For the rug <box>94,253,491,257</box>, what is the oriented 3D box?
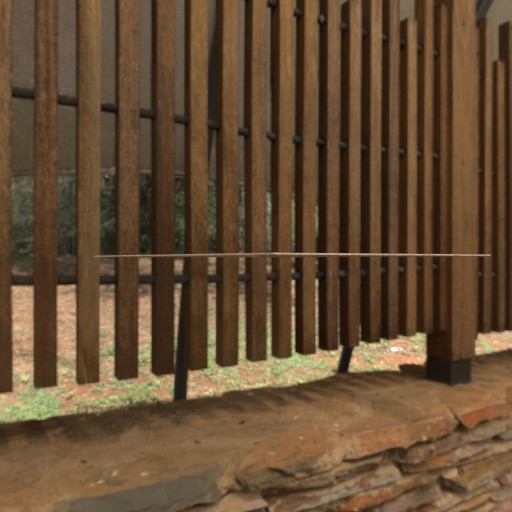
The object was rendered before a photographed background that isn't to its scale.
[{"bbox_3d":[0.000,0.000,3.050,1.545,0.010,2.440,0,0,-35],"label":"rug"}]
